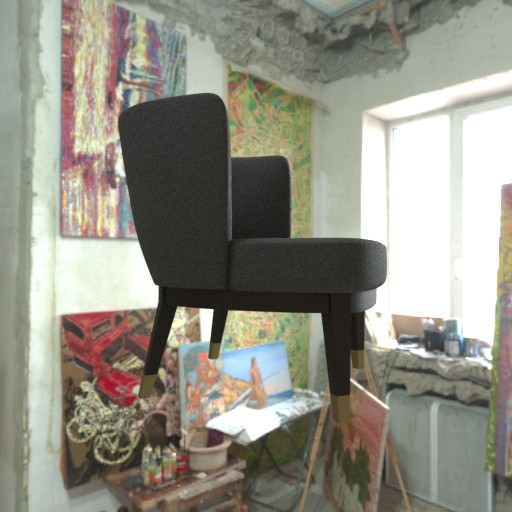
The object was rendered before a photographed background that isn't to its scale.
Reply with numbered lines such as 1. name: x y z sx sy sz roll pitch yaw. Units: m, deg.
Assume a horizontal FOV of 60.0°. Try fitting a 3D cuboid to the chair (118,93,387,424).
1. chair: 0.000 0.000 1.231 0.698 0.695 0.639 0 0 17
